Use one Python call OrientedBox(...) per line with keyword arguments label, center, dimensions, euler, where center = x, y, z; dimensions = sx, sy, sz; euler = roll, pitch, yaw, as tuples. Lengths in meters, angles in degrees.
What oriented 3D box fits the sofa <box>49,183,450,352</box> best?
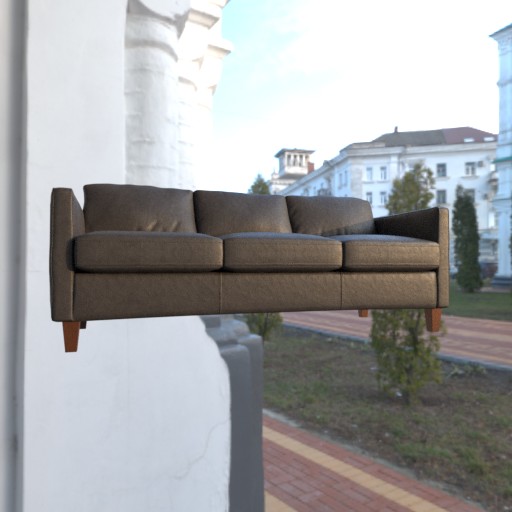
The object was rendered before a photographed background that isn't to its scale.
OrientedBox(label="sofa", center=(0.000, 0.000, 2.996), dimensions=(2.464, 1.006, 1.045), euler=(0, -1, -18))
